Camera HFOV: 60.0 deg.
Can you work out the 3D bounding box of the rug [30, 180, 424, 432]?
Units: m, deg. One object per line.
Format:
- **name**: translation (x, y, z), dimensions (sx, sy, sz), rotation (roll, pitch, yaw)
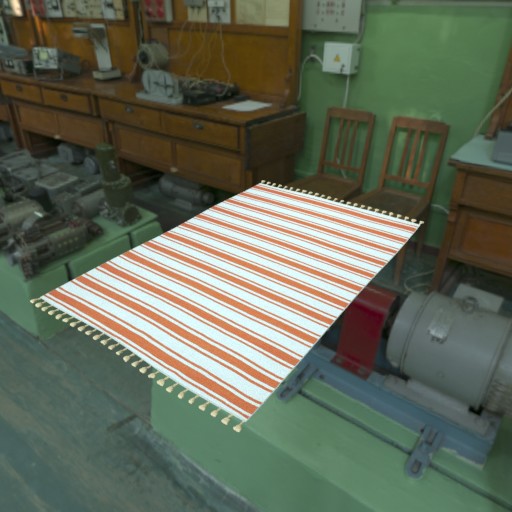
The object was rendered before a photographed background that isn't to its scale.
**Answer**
- **rug**: translation (0.000, 0.000, 3.065), dimensions (1.556, 0.022, 2.433), rotation (20, 36, 30)
